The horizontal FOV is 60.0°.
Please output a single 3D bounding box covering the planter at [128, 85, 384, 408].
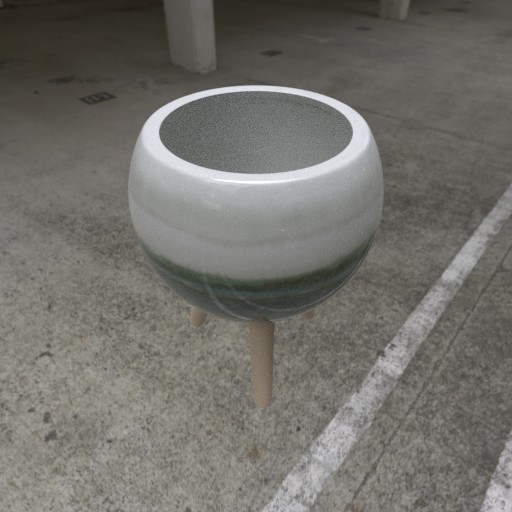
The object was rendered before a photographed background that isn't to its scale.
[{"bbox_3d":[0.000,0.000,0.446,0.222,0.278,0.222,0,40,0],"label":"planter"}]
